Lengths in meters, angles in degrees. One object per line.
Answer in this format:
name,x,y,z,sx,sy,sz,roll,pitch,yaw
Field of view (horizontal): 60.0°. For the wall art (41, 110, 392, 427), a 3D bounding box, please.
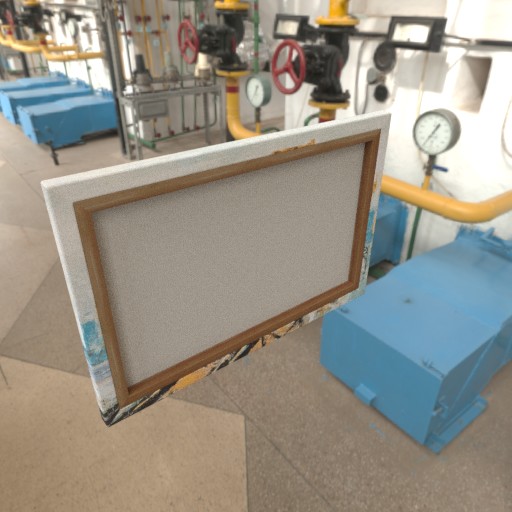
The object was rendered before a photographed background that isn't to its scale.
wall art,0.000,0.000,1.148,0.913,0.609,0.038,-21,36,-31
